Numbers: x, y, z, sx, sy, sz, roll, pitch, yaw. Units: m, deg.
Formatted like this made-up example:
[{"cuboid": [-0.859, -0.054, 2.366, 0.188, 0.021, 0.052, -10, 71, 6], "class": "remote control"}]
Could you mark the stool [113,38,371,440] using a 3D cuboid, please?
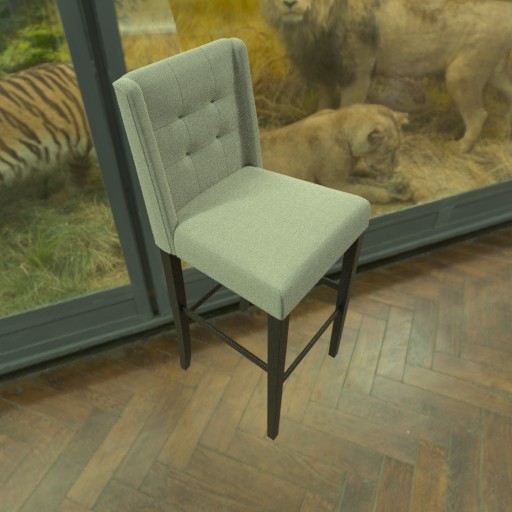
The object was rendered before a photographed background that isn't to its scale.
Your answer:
[{"cuboid": [0.000, 0.000, 1.385, 0.509, 1.116, 0.474, 26, 48, 27], "class": "stool"}]
